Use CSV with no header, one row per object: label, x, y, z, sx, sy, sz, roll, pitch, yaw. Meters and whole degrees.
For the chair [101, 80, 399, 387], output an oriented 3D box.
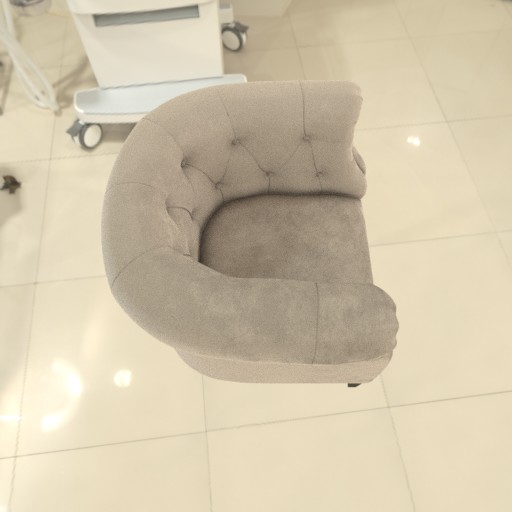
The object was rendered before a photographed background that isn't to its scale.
chair,0.000,0.000,1.530,0.851,0.826,0.904,0,62,0
